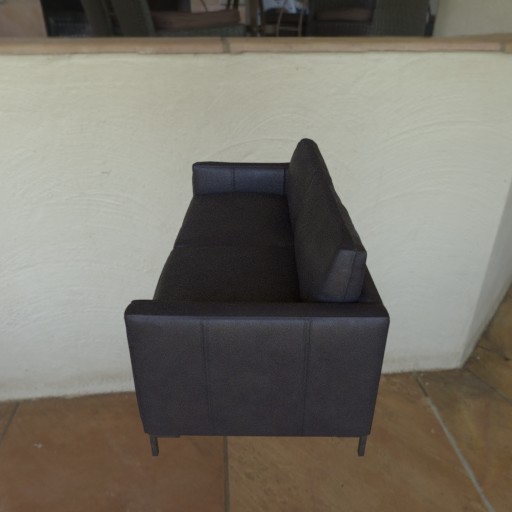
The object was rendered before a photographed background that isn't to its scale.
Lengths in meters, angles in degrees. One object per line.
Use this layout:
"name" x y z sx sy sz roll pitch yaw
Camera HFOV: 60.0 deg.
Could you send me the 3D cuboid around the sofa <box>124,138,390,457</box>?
"sofa" 0.000 0.000 2.287 0.947 0.883 1.805 -1 28 -2
